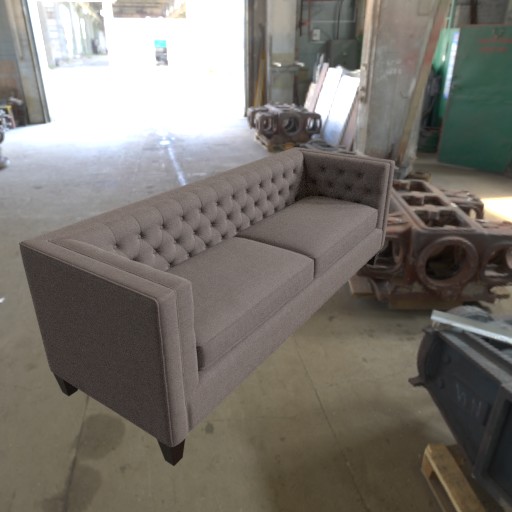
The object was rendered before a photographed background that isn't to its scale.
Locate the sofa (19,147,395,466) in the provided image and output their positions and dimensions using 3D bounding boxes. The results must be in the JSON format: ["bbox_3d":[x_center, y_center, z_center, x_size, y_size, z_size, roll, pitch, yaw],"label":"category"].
[{"bbox_3d":[0.000,0.000,2.481,0.775,0.762,2.159,16,30,31],"label":"sofa"}]
